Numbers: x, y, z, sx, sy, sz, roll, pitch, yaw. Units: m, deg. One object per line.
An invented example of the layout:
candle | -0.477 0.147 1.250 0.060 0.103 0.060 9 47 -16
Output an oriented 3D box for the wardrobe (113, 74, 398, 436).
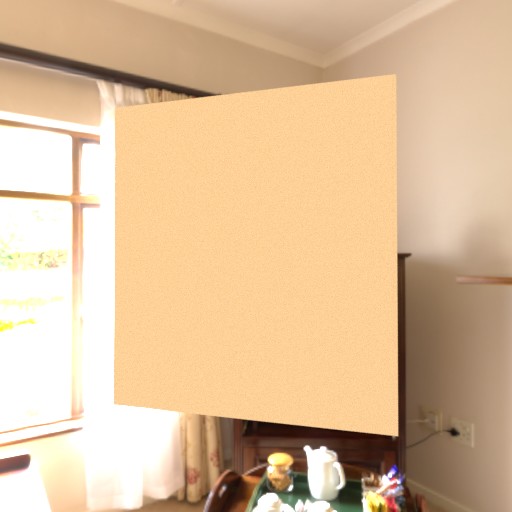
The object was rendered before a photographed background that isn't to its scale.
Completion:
wardrobe | 0.000 0.000 3.022 1.830 2.020 0.600 0 -1 17
